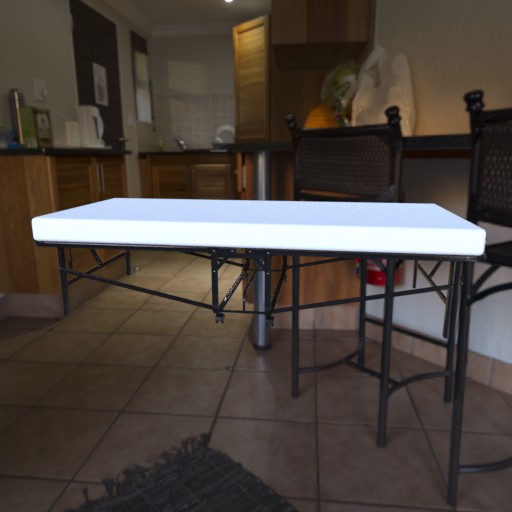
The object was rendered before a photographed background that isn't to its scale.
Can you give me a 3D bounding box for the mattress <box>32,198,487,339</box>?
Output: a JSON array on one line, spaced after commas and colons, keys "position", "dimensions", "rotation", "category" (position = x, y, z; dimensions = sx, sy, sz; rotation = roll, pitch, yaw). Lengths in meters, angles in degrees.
[{"position": [0.000, 0.000, 2.478], "dimensions": [2.153, 0.519, 0.922], "rotation": [2, 14, 8], "category": "mattress"}]
